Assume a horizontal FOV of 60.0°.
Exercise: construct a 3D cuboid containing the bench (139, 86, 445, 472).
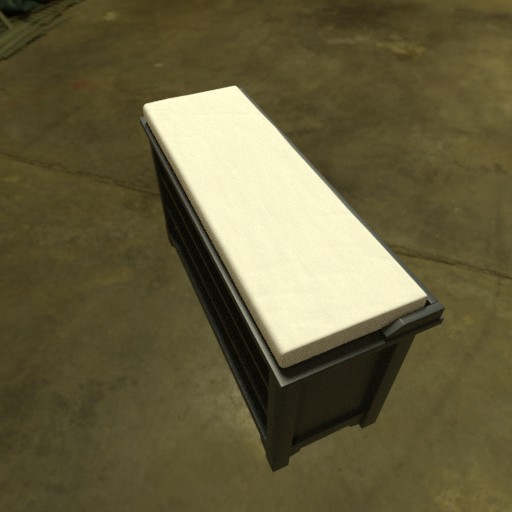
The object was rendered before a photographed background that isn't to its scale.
[{"bbox_3d":[0.000,0.000,1.255,0.345,0.561,0.973,-18,49,-16],"label":"bench"}]
